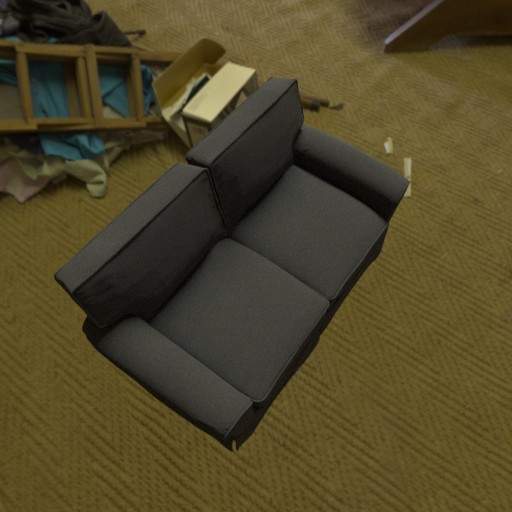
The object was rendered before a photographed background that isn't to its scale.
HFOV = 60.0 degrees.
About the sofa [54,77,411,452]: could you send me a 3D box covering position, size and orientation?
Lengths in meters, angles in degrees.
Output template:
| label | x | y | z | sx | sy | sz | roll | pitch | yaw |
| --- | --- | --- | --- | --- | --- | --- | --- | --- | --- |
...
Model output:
| label | x | y | z | sx | sy | sz | roll | pitch | yaw |
| --- | --- | --- | --- | --- | --- | --- | --- | --- | --- |
| sofa | 0.000 | 0.000 | 2.443 | 0.997 | 1.059 | 1.801 | 32 | 65 | 18 |
